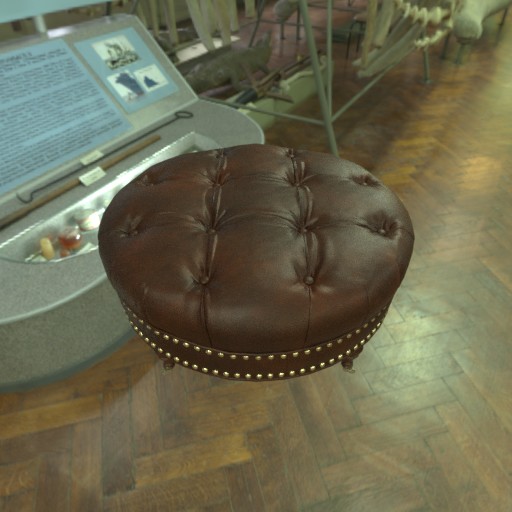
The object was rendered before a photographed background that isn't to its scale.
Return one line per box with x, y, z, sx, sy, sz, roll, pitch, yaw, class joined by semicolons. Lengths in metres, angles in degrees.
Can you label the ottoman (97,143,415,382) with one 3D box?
0.000;0.000;1.387;0.901;0.455;0.901;0;39;0;ottoman
